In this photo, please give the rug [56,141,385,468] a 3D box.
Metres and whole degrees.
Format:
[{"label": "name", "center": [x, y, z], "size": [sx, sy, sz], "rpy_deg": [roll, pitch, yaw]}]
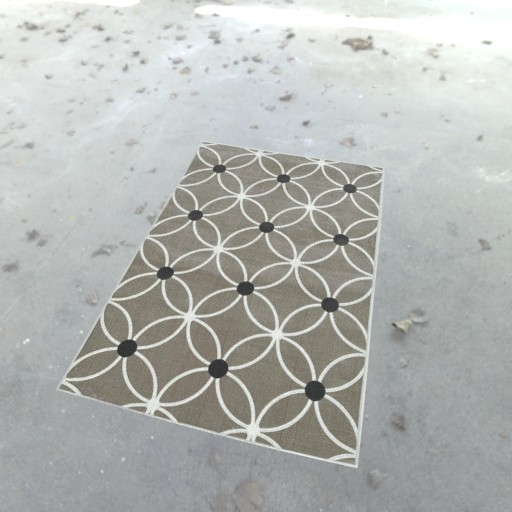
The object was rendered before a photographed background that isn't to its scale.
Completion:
[{"label": "rug", "center": [0.000, 0.000, 2.848], "size": [1.522, 0.008, 2.284], "rpy_deg": [11, 49, 9]}]
